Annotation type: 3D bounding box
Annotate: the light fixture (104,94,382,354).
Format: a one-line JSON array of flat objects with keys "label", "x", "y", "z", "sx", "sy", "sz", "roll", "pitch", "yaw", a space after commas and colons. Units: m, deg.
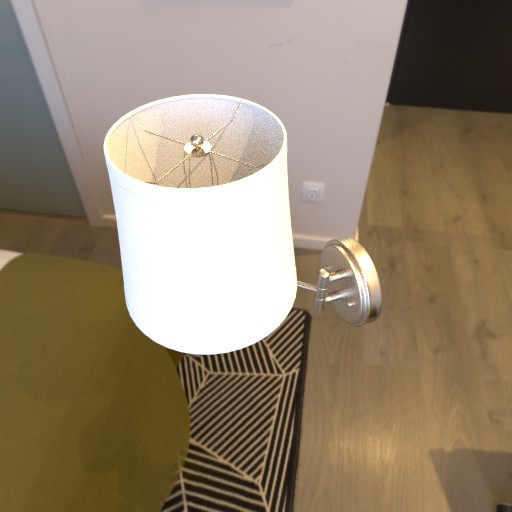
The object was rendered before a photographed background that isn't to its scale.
[{"label": "light fixture", "x": 0.000, "y": 0.000, "z": 0.583, "sx": 0.348, "sy": 0.381, "sz": 0.223, "roll": -16, "pitch": 48, "yaw": -15}]
